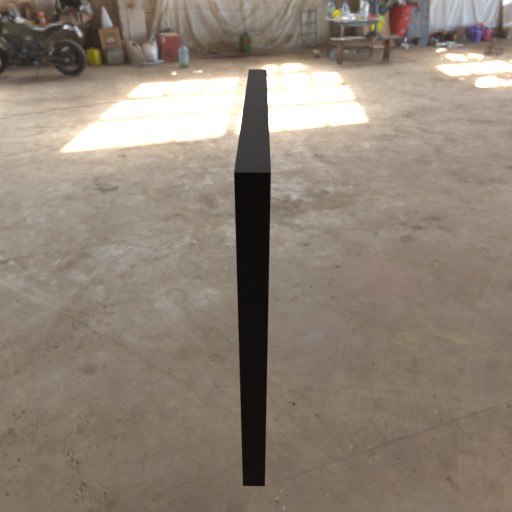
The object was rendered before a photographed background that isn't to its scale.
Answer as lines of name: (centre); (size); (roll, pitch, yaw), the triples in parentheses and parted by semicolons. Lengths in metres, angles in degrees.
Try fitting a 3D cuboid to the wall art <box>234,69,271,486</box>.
wall art: (0.000, 0.000, 0.682); (0.030, 0.458, 0.462); (0, 33, 1)
